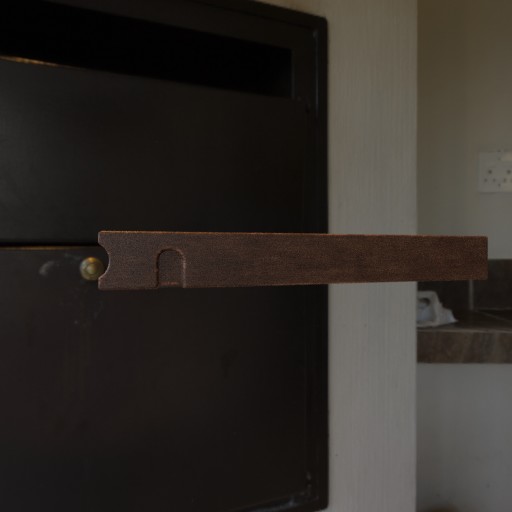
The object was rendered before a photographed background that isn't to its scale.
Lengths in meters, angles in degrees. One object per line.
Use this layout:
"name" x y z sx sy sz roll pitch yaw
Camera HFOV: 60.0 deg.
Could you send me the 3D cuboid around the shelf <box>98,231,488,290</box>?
"shelf" 0.000 0.000 0.448 0.296 0.035 0.296 0 1 -19
